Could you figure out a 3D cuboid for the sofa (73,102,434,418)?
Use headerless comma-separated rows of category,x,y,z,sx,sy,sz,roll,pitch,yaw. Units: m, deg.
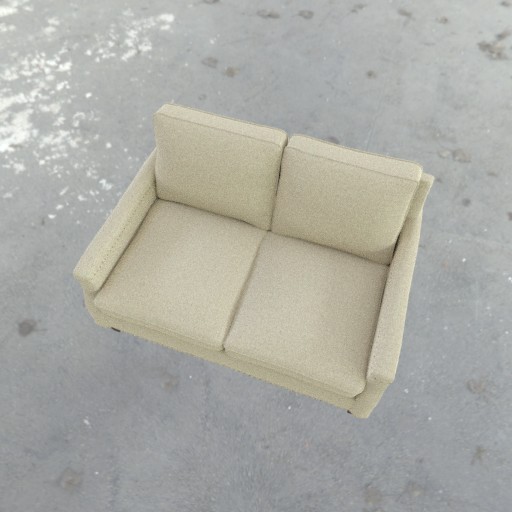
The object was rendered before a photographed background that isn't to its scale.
sofa,0.000,0.000,2.359,1.597,1.003,1.084,17,60,10
